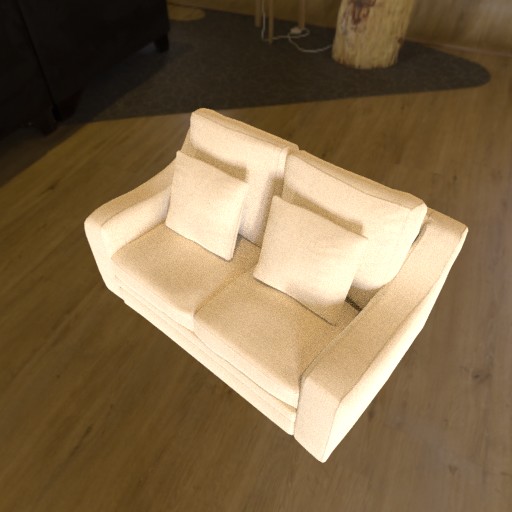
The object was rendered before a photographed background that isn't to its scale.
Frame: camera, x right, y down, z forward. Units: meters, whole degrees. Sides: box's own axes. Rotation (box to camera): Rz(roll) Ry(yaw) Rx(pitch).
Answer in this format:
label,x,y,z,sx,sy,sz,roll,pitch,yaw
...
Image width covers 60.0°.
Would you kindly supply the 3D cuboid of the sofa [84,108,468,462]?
label,x,y,z,sx,sy,sz,roll,pitch,yaw
sofa,0.000,0.000,2.378,1.744,1.047,1.040,31,54,27
